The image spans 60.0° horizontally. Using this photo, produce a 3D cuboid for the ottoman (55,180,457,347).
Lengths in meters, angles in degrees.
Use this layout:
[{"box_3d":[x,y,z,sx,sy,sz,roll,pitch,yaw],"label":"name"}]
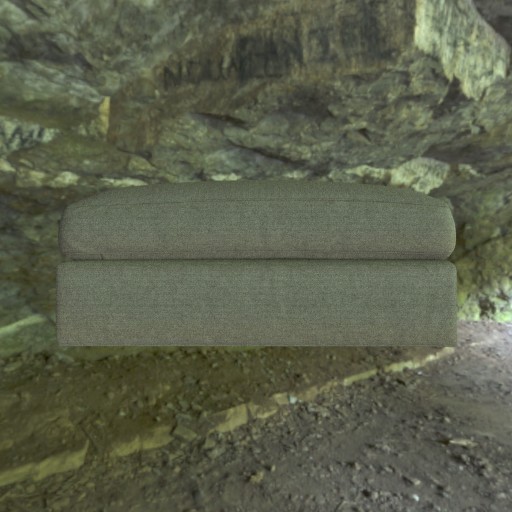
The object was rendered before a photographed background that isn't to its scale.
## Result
[{"box_3d":[0.000,0.000,1.629,1.041,0.470,1.041,0,-1,0],"label":"ottoman"}]
